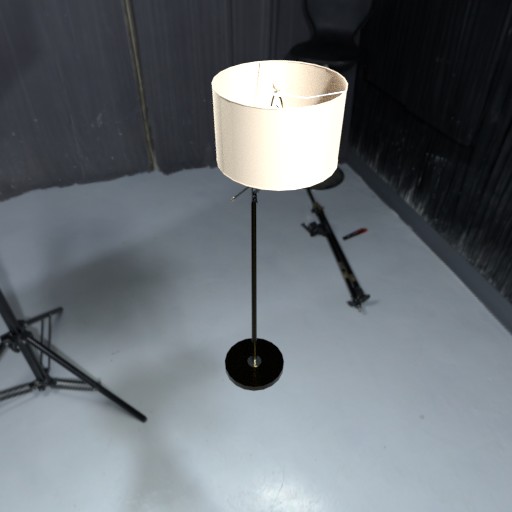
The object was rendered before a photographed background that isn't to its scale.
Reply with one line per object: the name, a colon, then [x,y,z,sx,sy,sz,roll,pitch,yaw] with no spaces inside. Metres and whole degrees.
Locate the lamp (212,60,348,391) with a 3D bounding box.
lamp: [0.000,0.000,1.909,0.373,1.635,0.809,-11,42,-13]
